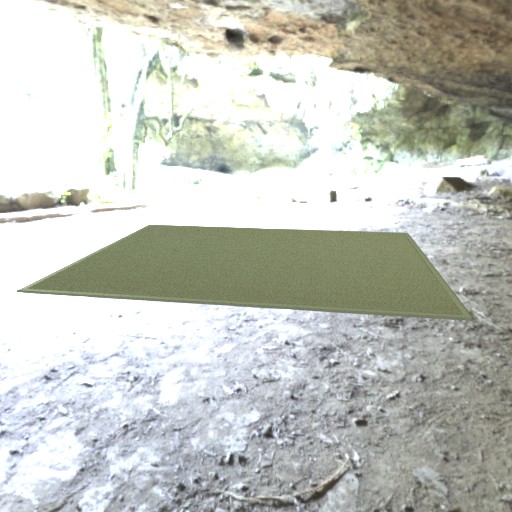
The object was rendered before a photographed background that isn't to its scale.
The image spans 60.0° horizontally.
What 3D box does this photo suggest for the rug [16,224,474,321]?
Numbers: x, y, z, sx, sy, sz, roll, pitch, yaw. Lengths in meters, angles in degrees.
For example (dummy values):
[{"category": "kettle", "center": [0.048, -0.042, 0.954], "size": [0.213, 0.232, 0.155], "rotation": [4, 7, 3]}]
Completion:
[{"category": "rug", "center": [0.000, 0.000, 4.032], "size": [3.051, 0.020, 2.407], "rotation": [3, 16, 9]}]
